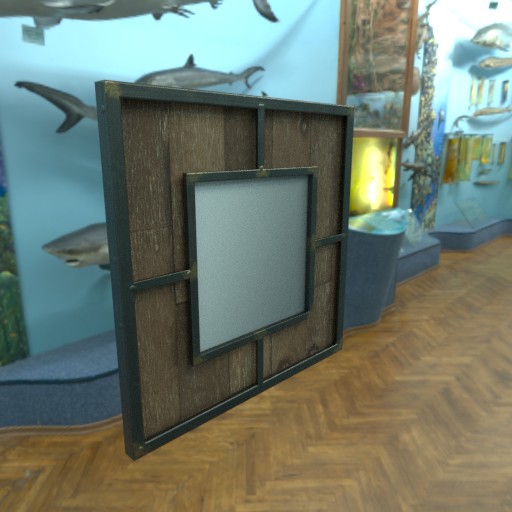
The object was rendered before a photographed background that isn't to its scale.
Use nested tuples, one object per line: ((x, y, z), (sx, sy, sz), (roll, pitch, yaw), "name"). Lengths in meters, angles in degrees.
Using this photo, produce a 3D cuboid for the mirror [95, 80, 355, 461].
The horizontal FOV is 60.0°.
((0.000, 0.000, 0.560), (0.382, 0.381, 0.020), (-13, 19, -43), "mirror")
